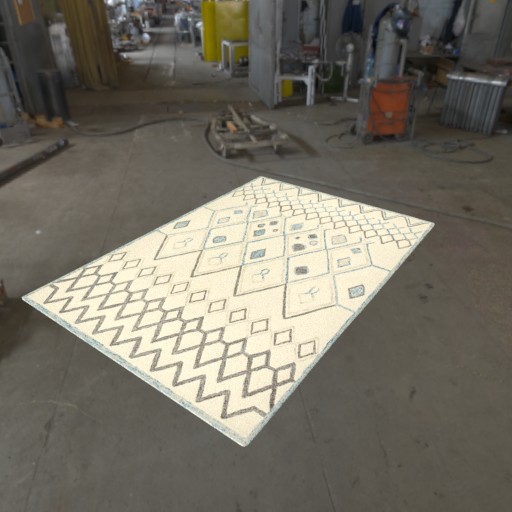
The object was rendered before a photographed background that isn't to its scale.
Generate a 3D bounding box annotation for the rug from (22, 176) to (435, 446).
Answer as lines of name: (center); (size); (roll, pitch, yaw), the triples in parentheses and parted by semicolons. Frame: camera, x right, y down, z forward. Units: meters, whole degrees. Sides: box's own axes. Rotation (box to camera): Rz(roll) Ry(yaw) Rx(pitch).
rug: (0.000, 0.000, 2.281); (1.260, 0.009, 1.820); (21, 37, 30)
